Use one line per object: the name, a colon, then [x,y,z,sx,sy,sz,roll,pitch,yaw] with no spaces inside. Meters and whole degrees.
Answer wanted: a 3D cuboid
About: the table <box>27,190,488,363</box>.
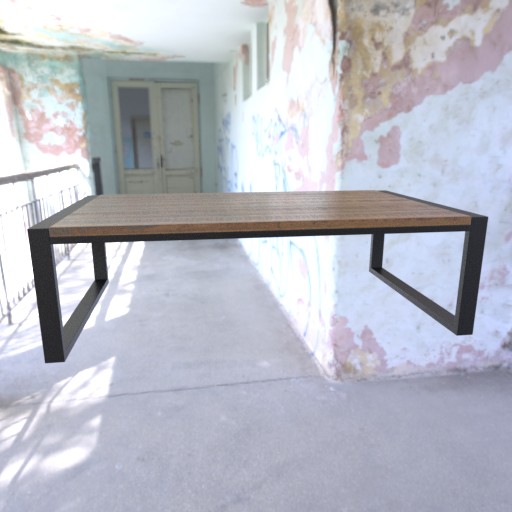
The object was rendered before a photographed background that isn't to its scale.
table: [0.000,0.000,1.691,1.350,0.400,0.750,-2,15,-8]
